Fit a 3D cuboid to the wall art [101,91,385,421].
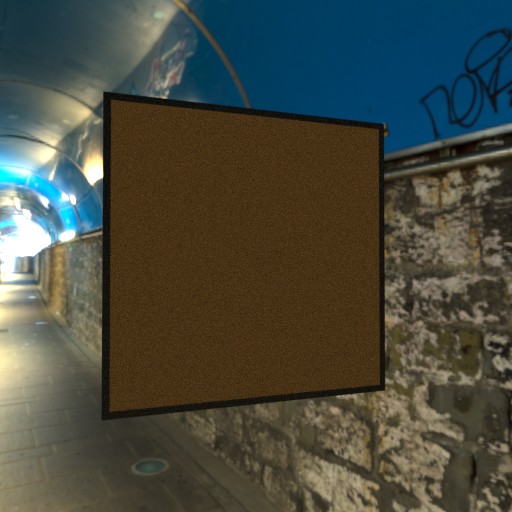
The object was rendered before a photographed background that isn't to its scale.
[{"bbox_3d":[0.000,0.000,1.164,0.763,0.763,0.038,0,-1,-18],"label":"wall art"}]
